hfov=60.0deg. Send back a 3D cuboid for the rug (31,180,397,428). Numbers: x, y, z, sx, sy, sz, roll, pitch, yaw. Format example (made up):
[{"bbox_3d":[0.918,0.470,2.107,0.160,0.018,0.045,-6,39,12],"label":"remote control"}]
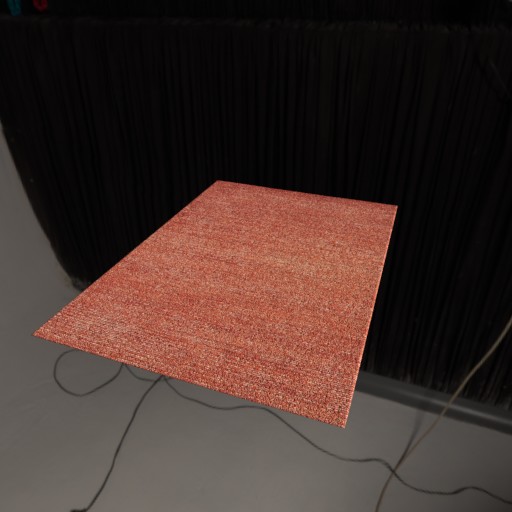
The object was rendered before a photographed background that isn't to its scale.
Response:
[{"bbox_3d":[0.000,0.000,5.114,2.803,0.025,3.965,11,33,17],"label":"rug"}]
